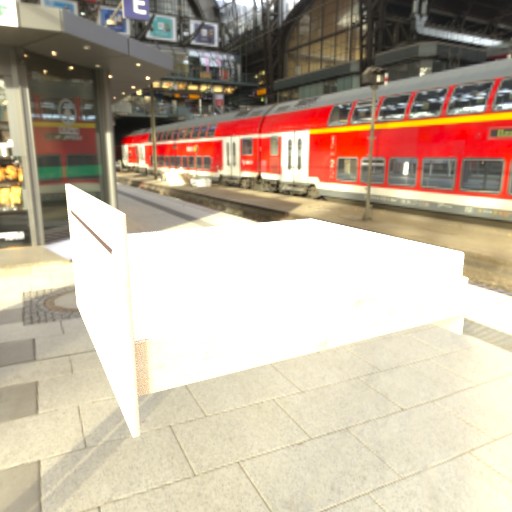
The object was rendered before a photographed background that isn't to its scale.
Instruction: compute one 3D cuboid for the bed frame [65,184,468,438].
[{"bbox_3d":[0.000,0.000,2.925,2.080,0.900,1.800,-7,15,-27],"label":"bed frame"}]
